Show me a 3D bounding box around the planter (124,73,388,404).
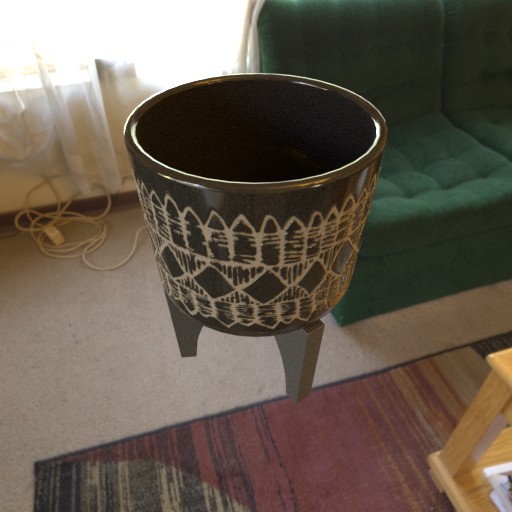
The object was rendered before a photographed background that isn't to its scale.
[{"bbox_3d":[0.000,0.000,0.543,0.251,0.355,0.251,-25,47,-26],"label":"planter"}]
